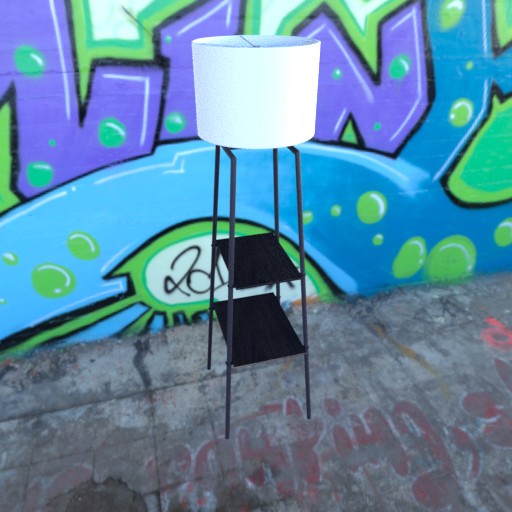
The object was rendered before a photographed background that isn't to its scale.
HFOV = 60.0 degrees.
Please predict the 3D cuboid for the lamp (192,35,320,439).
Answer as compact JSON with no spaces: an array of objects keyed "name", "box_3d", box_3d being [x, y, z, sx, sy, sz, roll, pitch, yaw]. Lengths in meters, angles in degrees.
[{"name":"lamp","box_3d":[0.000,0.000,1.680,0.384,1.474,0.427,-8,32,-14]}]
